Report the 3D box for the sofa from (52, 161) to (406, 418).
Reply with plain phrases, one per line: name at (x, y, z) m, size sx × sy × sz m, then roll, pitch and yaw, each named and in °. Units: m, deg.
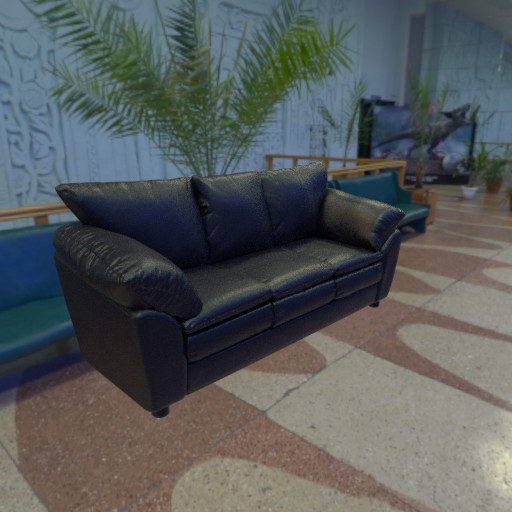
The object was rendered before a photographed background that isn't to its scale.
sofa at (0.000, 0.000, 2.866) m, size 2.336 × 1.073 × 0.880 m, roll -15°, pitch 22°, yaw -42°
